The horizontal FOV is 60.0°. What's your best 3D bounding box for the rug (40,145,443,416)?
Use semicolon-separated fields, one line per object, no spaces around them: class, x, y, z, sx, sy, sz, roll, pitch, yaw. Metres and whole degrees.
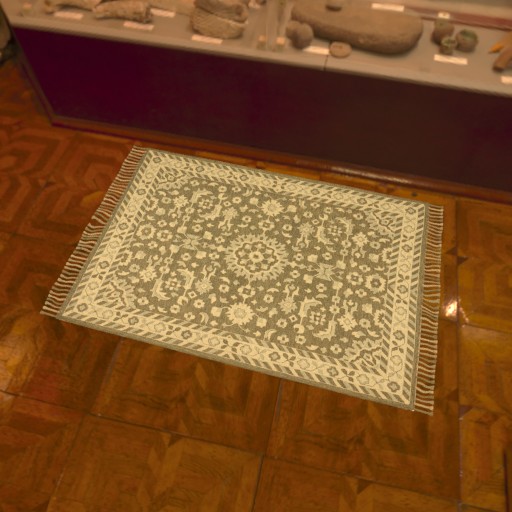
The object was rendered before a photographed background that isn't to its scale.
rug;0.000;0.000;2.997;2.431;0.025;1.530;13;59;8
